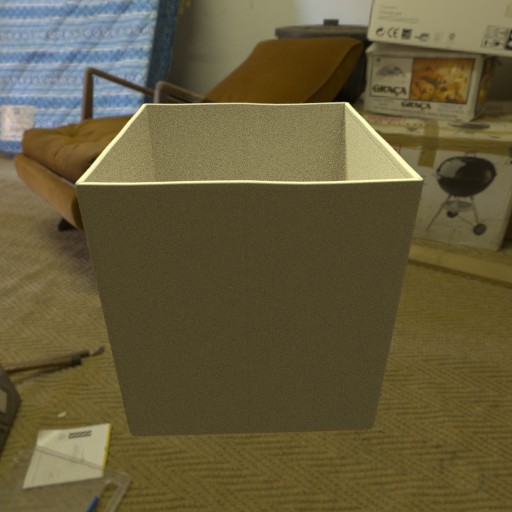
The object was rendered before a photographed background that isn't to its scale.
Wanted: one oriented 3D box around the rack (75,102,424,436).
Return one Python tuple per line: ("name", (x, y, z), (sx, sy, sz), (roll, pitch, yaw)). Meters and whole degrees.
("rack", (0.000, 0.000, 0.502), (0.270, 0.280, 0.270), (-1, 31, -2))
